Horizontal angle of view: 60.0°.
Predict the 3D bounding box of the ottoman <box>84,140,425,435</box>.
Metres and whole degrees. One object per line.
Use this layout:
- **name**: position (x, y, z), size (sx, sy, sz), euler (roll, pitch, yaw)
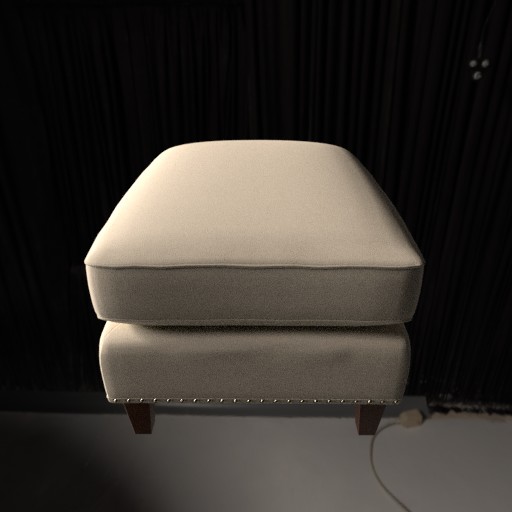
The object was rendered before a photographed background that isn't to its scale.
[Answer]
- **ottoman**: position (0.000, 0.000, 1.126), size (0.584, 0.513, 0.741), euler (0, 28, 0)
